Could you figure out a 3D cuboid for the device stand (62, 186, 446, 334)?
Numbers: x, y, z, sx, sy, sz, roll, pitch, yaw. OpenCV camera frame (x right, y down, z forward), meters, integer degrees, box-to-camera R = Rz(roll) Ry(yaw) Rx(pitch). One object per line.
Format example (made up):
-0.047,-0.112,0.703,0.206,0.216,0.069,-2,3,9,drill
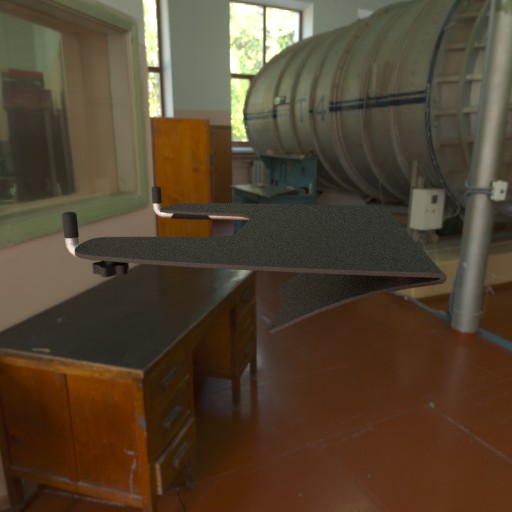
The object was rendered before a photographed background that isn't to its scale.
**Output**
0.000,0.000,0.357,0.230,0.092,0.230,2,15,8,device stand
